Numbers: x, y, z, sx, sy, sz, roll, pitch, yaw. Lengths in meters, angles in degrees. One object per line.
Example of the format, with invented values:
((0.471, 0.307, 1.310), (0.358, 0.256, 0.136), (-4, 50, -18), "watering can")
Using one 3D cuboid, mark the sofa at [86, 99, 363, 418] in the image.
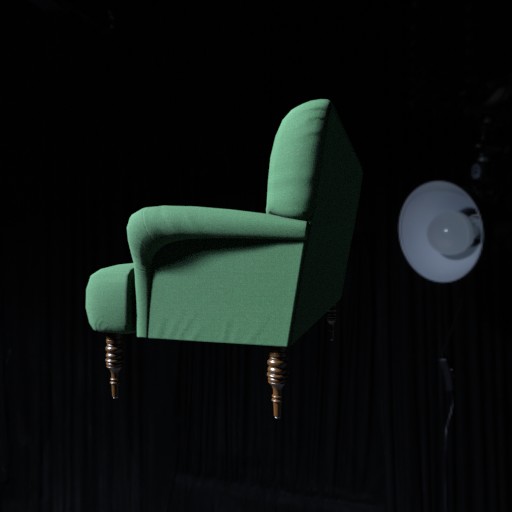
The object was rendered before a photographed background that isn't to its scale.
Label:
((0.000, 0.000, 1.837), (0.779, 0.889, 1.297), (0, 1, 18), "sofa")
